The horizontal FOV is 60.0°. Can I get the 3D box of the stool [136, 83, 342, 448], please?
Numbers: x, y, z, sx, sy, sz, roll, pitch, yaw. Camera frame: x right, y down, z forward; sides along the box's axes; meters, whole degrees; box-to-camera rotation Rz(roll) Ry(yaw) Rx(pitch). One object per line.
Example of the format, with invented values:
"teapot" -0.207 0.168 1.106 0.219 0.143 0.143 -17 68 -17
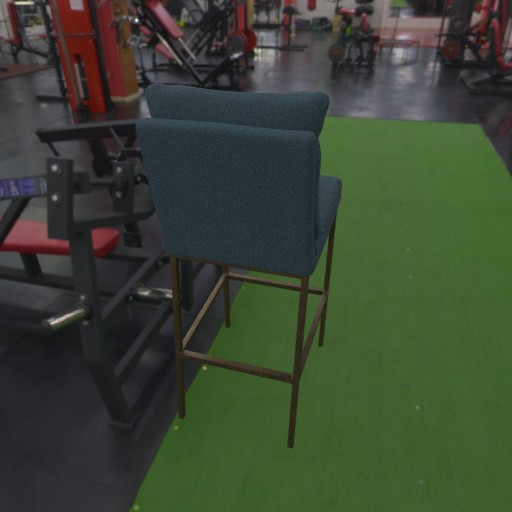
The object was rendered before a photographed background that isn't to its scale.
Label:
"stool" 0.000 0.000 1.459 0.463 1.124 0.568 9 32 14
